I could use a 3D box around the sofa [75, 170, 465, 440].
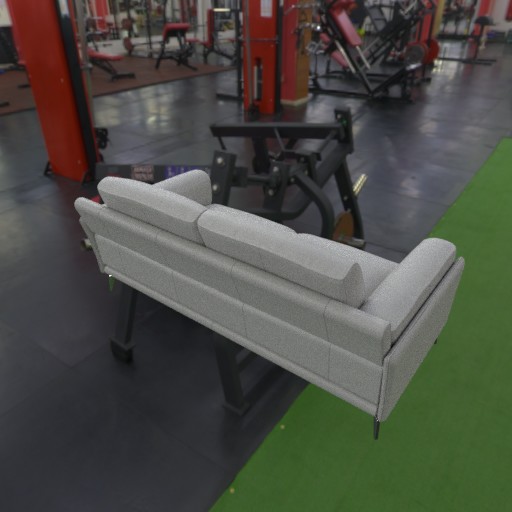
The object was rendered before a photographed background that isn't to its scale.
[{"bbox_3d":[0.000,0.000,2.660,2.101,0.930,1.049,21,37,32],"label":"sofa"}]
